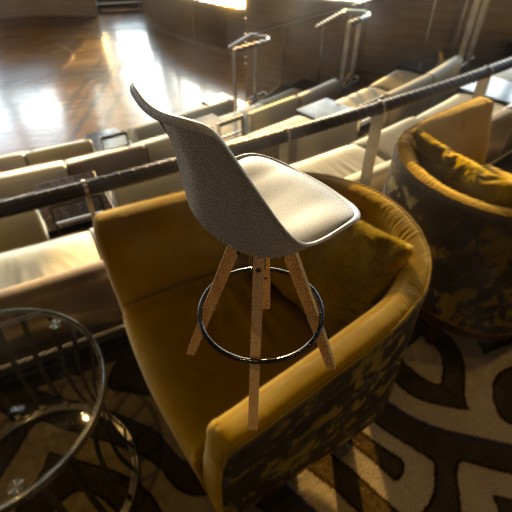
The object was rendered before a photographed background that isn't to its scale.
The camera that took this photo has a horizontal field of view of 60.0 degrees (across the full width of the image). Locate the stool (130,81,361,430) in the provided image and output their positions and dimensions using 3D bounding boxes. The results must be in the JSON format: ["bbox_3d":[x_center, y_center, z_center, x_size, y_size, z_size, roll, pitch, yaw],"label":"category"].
[{"bbox_3d":[0.000,0.000,1.381,0.550,1.115,0.485,-28,49,-28],"label":"stool"}]
